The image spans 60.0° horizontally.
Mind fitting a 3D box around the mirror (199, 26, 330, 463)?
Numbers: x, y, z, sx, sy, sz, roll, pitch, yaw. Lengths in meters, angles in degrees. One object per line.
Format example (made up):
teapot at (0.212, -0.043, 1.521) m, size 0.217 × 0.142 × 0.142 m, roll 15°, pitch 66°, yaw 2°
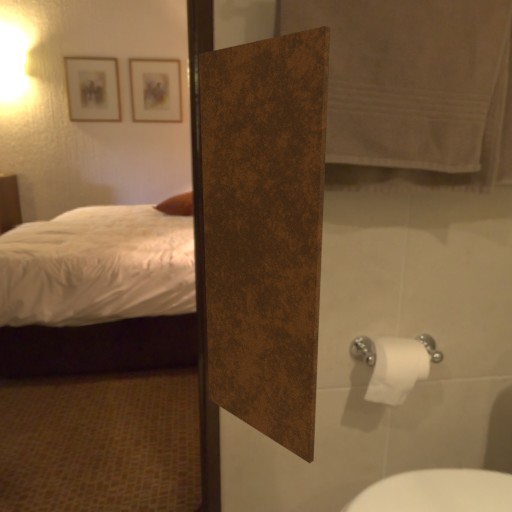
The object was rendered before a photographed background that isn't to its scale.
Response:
mirror at (0.000, 0.000, 2.296) m, size 0.032 × 2.031 × 0.812 m, roll -14°, pitch 20°, yaw -43°
